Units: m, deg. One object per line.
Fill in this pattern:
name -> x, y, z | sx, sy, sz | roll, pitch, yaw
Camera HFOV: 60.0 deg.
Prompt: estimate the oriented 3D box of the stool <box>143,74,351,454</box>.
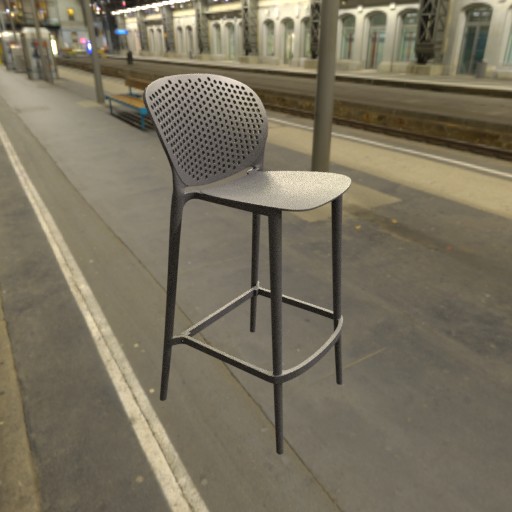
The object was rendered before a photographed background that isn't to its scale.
stool -> 0.000, 0.000, 1.399 | 0.535, 1.045, 0.536 | 18, 31, 33
